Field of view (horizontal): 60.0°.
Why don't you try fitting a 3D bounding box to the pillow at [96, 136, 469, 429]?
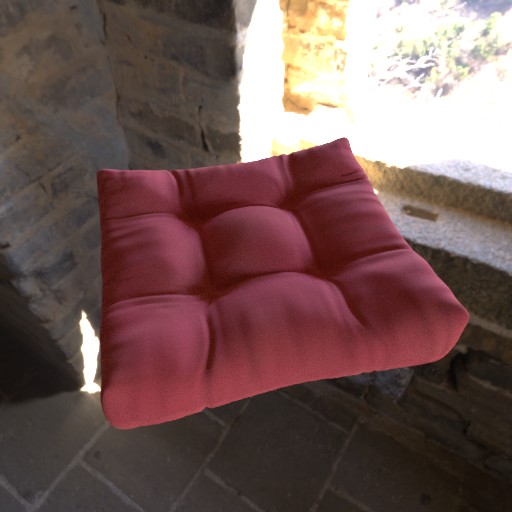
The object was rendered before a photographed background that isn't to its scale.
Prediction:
[{"bbox_3d":[0.000,0.000,0.719,0.490,0.128,0.468,-10,48,-9],"label":"pillow"}]
